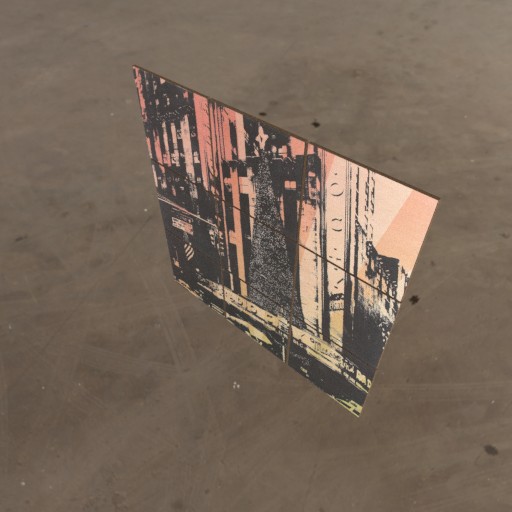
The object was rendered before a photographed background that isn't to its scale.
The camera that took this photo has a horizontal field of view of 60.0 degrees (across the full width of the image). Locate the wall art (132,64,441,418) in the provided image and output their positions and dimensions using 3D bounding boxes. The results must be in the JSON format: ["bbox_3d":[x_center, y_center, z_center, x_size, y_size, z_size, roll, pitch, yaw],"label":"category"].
[{"bbox_3d":[0.000,0.000,1.807,1.216,1.216,0.013,32,54,27],"label":"wall art"}]
